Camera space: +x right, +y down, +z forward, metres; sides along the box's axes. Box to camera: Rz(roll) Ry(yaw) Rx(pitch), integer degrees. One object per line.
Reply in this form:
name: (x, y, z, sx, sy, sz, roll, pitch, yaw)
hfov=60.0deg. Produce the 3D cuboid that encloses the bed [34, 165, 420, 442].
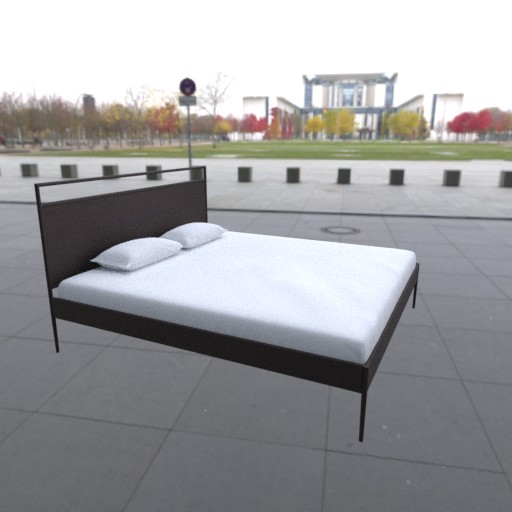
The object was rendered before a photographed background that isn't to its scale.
bed: (0.000, 0.000, 3.351, 2.151, 1.173, 1.993, 7, 17, 25)
